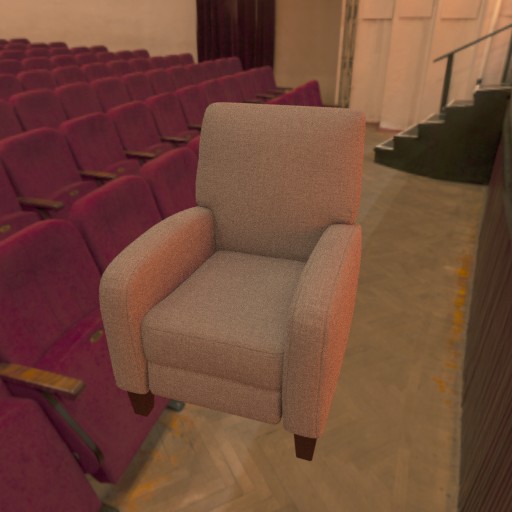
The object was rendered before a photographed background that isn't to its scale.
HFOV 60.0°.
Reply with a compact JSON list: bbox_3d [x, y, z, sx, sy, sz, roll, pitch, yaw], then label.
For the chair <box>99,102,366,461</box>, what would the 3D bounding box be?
[{"bbox_3d":[0.000,0.000,1.674,0.762,0.990,0.990,8,28,16],"label":"chair"}]
